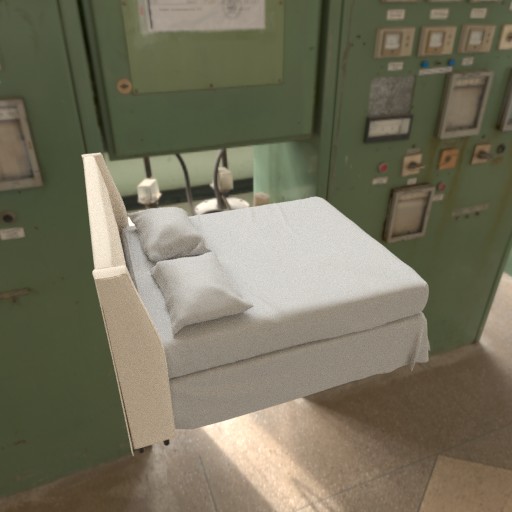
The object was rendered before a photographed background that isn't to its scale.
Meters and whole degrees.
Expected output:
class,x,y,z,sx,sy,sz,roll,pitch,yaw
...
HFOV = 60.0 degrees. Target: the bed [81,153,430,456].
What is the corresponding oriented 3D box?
class,x,y,z,sx,sy,sz,roll,pitch,yaw
bed,0.000,0.000,3.417,2.276,1.332,1.925,-11,33,-17
